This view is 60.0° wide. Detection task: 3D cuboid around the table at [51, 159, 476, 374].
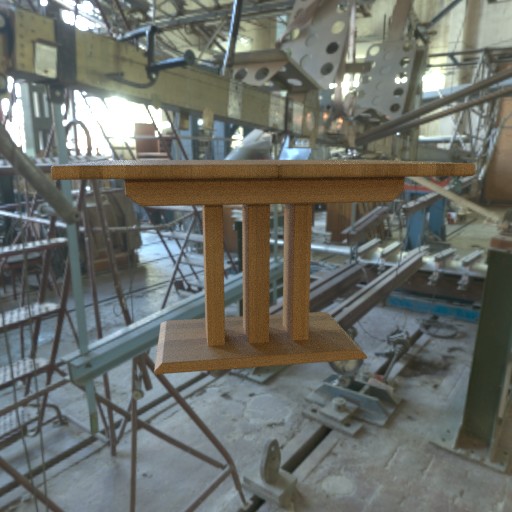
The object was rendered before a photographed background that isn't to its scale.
[{"bbox_3d":[0.000,0.000,1.847,1.300,0.770,0.900,-2,13,-9],"label":"table"}]
